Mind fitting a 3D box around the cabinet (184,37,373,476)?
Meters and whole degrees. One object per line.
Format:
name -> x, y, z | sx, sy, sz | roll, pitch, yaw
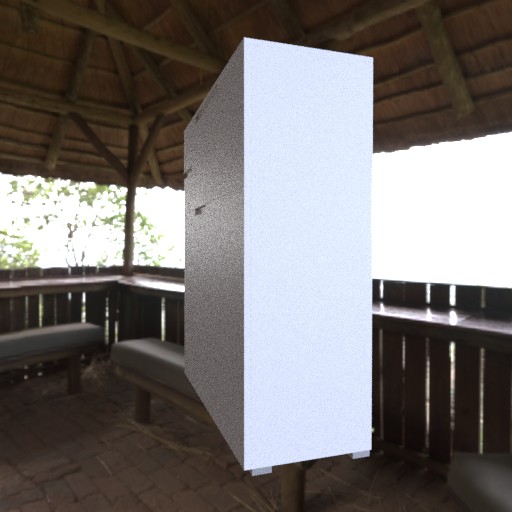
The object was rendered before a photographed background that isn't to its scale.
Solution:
cabinet -> 0.000, 0.000, 1.734 | 0.400, 1.190, 1.000 | 0, 1, -18
